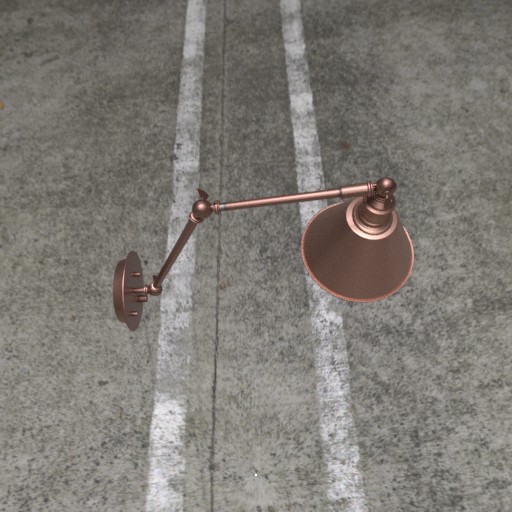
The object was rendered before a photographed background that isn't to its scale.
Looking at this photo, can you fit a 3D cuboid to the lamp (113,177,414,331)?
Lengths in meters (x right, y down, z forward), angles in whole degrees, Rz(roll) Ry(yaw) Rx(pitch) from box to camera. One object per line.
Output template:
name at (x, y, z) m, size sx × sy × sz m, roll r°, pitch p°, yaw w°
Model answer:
lamp at (0.000, 0.000, 0.891) m, size 0.624 × 0.502 × 0.223 m, roll -2°, pitch 64°, yaw -1°
